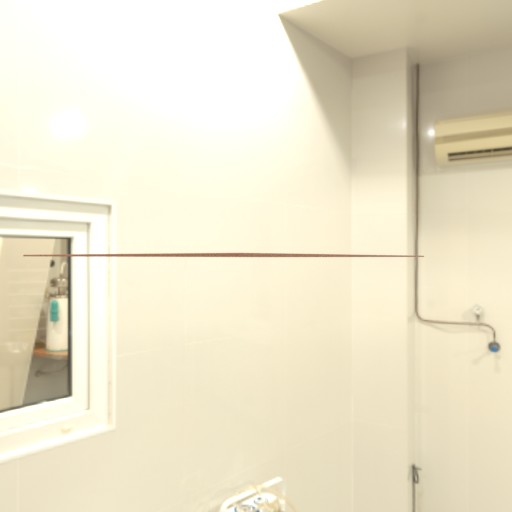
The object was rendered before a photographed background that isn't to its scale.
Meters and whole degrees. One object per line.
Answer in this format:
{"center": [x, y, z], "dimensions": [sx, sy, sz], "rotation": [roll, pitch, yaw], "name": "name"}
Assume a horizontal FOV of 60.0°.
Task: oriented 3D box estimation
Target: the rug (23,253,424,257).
{"center": [0.000, 0.000, 2.331], "dimensions": [1.217, 0.007, 1.828], "rotation": [0, 0, 36], "name": "rug"}
